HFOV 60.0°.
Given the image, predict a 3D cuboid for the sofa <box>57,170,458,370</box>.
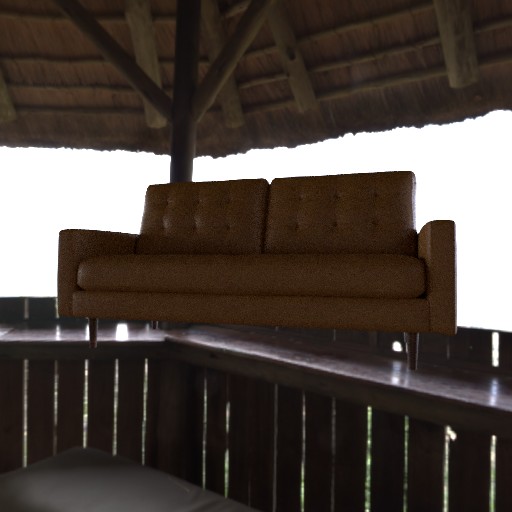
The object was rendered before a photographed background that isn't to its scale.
[{"bbox_3d":[0.000,0.000,2.269,1.821,0.898,0.850,0,0,17],"label":"sofa"}]
